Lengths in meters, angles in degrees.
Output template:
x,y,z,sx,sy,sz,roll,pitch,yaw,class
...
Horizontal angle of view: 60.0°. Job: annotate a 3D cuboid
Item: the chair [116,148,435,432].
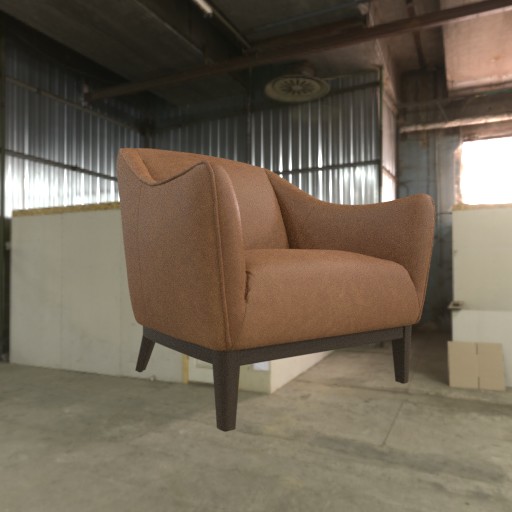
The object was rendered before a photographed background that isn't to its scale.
x,y,z,sx,sy,sz,roll,pitch,yaw,class
0.000,0.000,1.525,0.871,0.830,0.852,0,-1,-36,chair
